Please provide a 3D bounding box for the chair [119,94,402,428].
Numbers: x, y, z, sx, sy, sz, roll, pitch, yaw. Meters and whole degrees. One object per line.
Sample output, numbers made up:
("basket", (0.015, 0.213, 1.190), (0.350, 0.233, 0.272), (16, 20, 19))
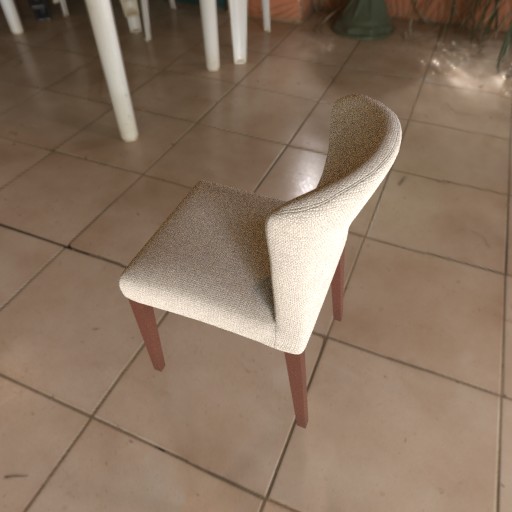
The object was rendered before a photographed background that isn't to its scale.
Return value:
("chair", (0.000, 0.000, 1.207), (0.589, 0.839, 0.491), (16, 47, 15))
